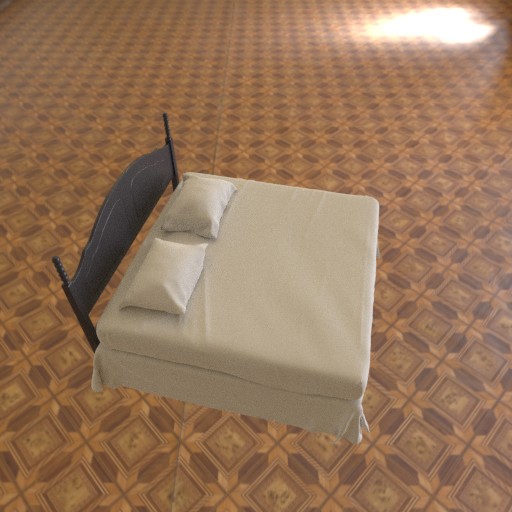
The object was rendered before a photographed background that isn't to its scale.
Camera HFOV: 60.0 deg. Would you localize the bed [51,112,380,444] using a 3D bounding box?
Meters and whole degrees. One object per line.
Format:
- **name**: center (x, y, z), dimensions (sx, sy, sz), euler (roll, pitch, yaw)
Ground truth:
- **bed**: center (0.000, 0.000, 3.709), dimensions (2.219, 1.355, 2.322), euler (10, 47, 9)
